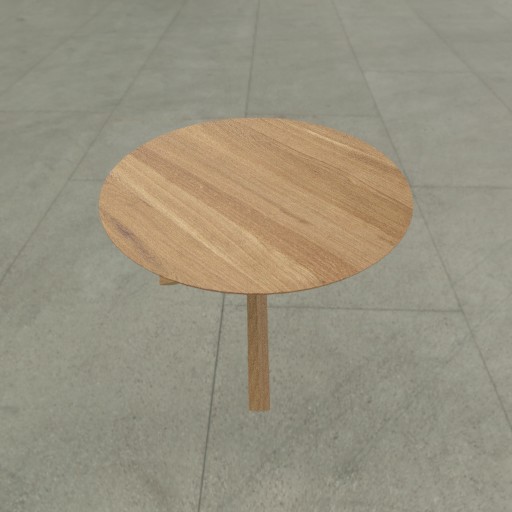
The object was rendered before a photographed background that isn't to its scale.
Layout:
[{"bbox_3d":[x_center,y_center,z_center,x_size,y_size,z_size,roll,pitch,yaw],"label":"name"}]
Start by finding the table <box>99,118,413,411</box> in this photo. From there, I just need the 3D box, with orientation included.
[{"bbox_3d":[0.000,0.000,1.732,1.038,0.666,1.038,0,42,0],"label":"table"}]
